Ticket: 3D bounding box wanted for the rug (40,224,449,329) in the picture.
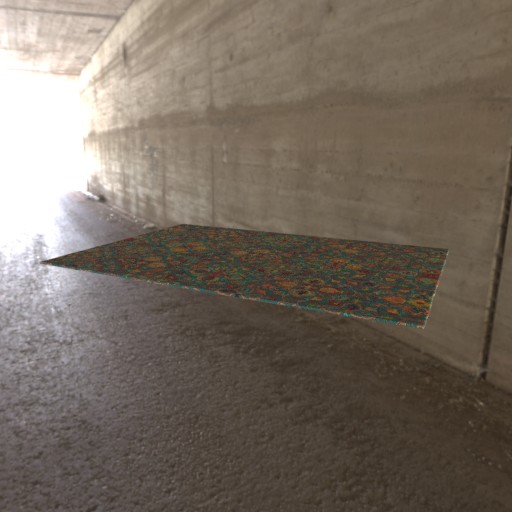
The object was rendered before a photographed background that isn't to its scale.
[{"bbox_3d":[0.000,0.000,2.958,2.290,0.016,1.527,7,16,26],"label":"rug"}]
